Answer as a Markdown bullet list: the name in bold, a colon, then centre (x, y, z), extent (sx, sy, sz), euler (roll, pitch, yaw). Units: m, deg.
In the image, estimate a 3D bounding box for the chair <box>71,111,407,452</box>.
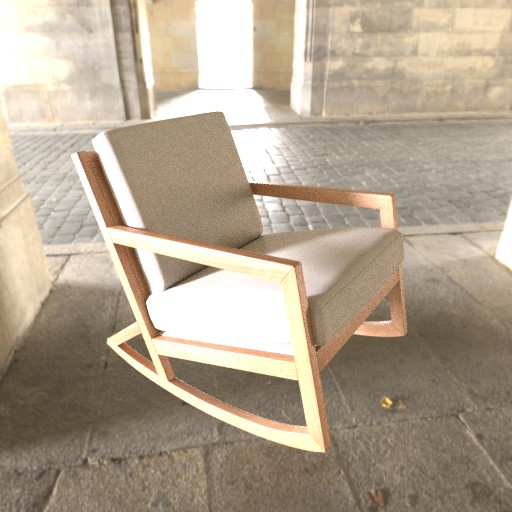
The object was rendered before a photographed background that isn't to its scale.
- **chair**: centre (0.000, 0.000, 1.413), extent (0.857, 0.790, 0.622), euler (17, 30, 31)
